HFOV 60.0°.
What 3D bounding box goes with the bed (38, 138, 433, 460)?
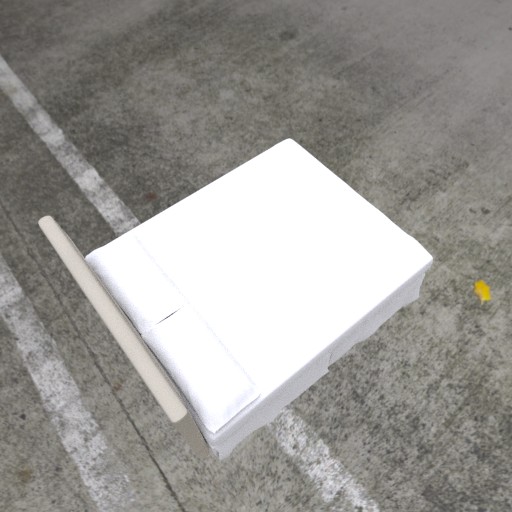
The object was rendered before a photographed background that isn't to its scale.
[{"bbox_3d":[0.000,0.000,3.610,2.477,1.437,1.977,-34,64,-19],"label":"bed"}]
